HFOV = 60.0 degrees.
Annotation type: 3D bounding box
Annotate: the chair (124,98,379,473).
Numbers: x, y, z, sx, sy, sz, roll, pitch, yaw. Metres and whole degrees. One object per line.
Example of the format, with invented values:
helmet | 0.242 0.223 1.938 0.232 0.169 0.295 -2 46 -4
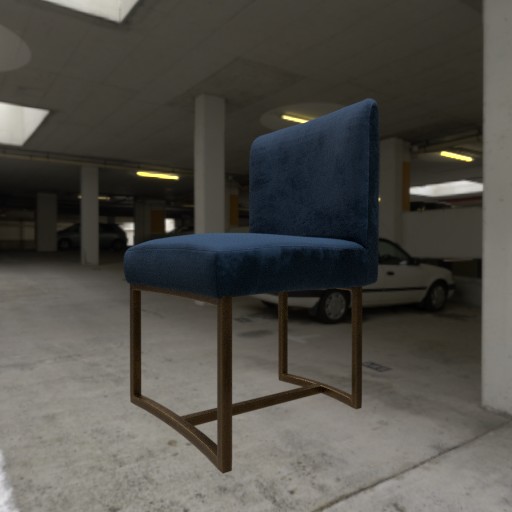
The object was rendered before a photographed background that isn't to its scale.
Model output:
chair | 0.000 0.000 1.192 0.560 0.824 0.530 0 1 -36
